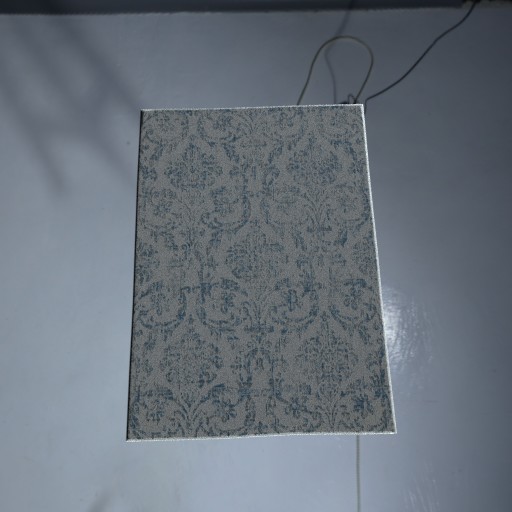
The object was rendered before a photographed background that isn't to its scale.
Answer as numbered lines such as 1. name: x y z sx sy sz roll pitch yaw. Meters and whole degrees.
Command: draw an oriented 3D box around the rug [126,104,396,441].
1. rug: 0.000 0.000 2.875 1.586 0.014 2.197 -2 75 0
